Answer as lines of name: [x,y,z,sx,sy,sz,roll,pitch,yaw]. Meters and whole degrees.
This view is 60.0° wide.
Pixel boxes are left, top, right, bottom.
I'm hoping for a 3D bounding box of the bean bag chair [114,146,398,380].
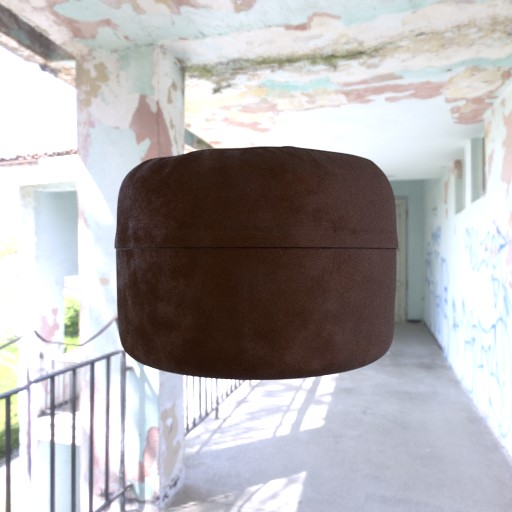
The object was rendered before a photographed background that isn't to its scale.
bean bag chair: [0.000,0.000,1.502,0.918,0.616,0.918,0,0,0]
